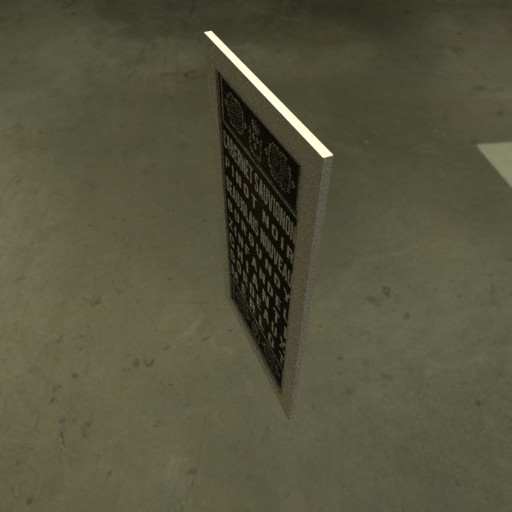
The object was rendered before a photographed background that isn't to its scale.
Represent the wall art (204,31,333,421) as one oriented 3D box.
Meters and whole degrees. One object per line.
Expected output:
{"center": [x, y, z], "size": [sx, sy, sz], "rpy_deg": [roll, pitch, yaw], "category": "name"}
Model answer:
{"center": [0.000, 0.000, 0.841], "size": [0.013, 0.683, 0.380], "rpy_deg": [-18, 50, -16], "category": "wall art"}
